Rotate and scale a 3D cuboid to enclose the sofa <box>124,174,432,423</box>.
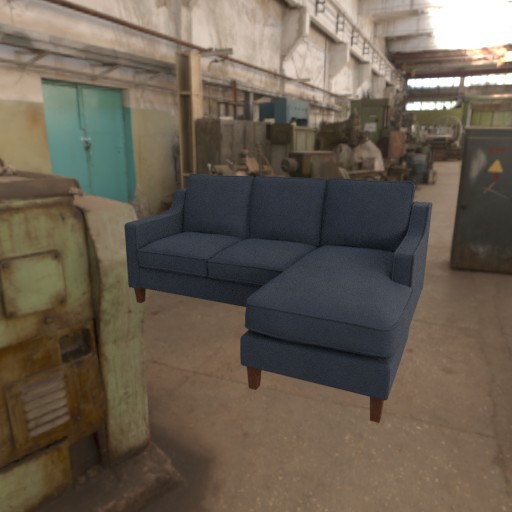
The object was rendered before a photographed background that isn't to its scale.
[{"bbox_3d":[0.000,0.000,3.306,2.317,1.066,1.858,7,17,25],"label":"sofa"}]
